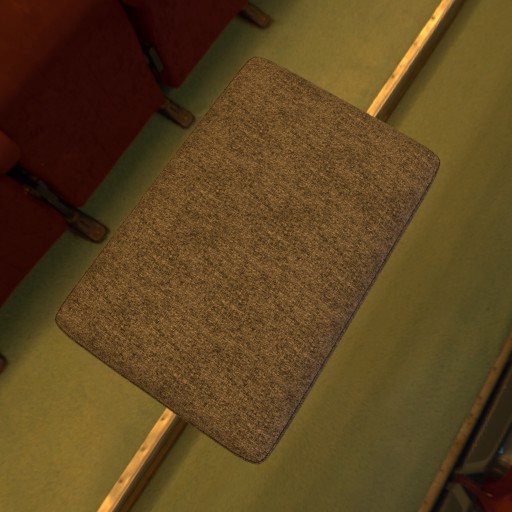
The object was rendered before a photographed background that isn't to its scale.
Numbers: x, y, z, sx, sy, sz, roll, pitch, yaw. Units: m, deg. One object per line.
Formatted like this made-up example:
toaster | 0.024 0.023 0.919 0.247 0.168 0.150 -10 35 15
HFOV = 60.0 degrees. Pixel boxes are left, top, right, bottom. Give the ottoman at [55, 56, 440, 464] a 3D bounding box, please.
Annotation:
ottoman | 0.000 0.000 1.207 0.584 0.483 0.864 32 78 8
